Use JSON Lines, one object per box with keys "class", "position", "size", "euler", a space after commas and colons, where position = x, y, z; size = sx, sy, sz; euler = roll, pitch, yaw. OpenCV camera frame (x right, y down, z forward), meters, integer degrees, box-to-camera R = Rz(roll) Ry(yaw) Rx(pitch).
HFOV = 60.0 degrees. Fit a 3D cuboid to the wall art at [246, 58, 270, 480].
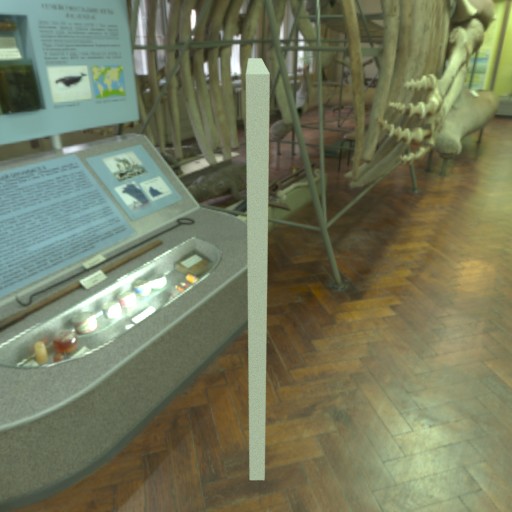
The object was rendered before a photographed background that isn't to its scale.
{"class": "wall art", "position": [0.000, 0.000, 0.763], "size": [0.025, 0.608, 0.405], "euler": [0, 26, 0]}
